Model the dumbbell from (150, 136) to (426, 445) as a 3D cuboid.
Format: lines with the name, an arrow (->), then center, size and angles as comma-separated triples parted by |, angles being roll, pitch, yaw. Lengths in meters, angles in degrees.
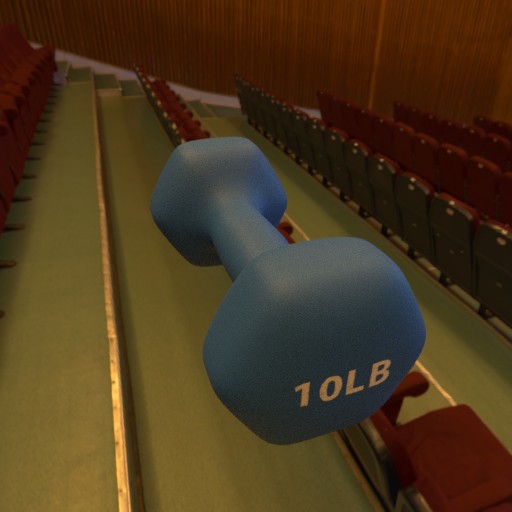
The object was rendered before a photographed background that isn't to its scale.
dumbbell -> 0.000, 0.000, 0.264 | 0.103, 0.093, 0.212 | -10, 32, -16
